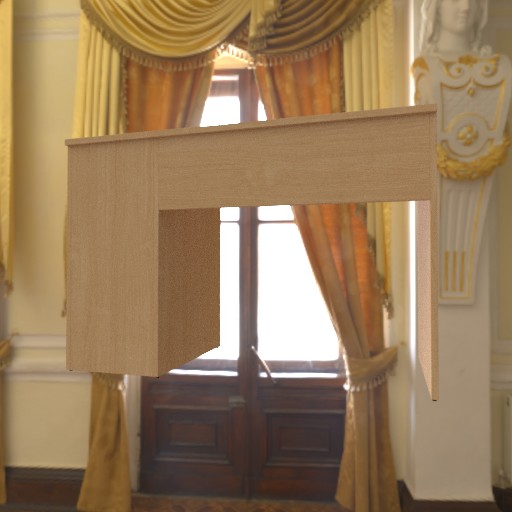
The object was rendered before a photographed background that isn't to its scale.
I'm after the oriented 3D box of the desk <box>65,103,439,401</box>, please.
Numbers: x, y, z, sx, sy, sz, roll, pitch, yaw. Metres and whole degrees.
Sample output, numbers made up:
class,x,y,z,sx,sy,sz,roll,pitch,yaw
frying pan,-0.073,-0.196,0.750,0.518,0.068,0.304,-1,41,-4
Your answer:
class,x,y,z,sx,sy,sz,roll,pitch,yaw
desk,0.000,0.000,1.507,1.097,0.735,0.560,0,-1,17
